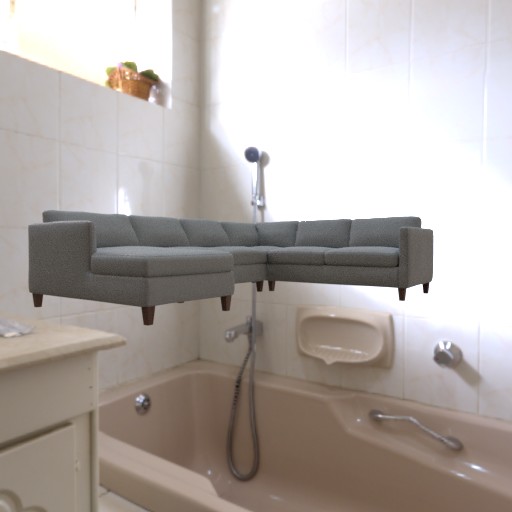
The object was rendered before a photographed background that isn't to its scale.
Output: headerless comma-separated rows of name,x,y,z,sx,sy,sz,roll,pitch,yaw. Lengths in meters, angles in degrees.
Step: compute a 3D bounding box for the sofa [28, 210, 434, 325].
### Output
sofa,0.000,0.000,4.333,2.551,0.853,3.238,1,2,37
